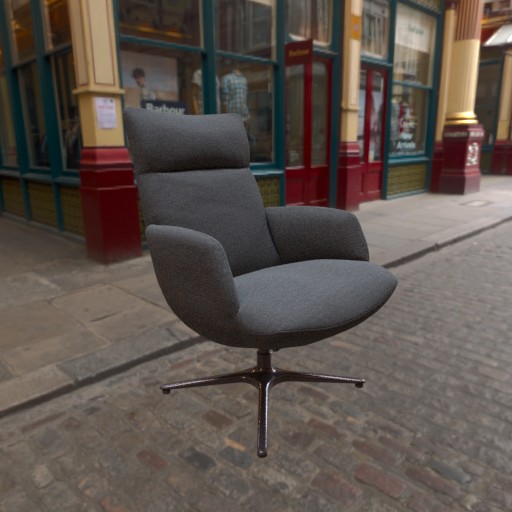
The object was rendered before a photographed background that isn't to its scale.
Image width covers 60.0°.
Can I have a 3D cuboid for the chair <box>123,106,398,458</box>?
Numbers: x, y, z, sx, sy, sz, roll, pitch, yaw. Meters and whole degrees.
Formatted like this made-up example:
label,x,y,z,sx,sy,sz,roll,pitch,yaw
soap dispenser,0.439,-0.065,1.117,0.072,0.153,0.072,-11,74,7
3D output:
label,x,y,z,sx,sy,sz,roll,pitch,yaw
chair,0.000,0.000,1.519,0.831,0.984,0.702,14,20,43
